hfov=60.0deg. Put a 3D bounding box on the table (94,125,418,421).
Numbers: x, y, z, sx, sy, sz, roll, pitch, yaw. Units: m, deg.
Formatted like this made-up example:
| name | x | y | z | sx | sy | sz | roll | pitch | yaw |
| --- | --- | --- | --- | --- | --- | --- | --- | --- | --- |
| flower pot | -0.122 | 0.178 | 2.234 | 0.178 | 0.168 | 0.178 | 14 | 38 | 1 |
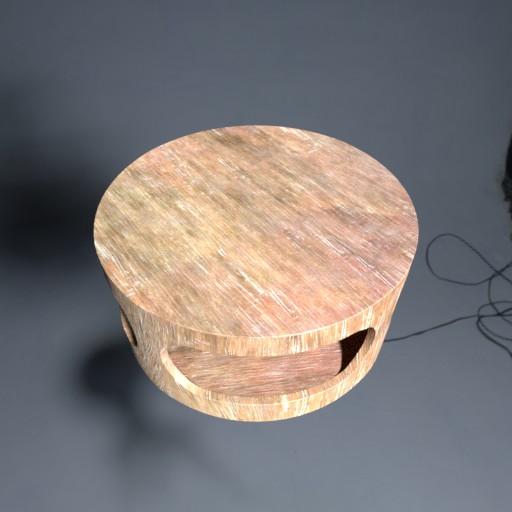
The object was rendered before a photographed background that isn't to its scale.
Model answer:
| name | x | y | z | sx | sy | sz | roll | pitch | yaw |
| --- | --- | --- | --- | --- | --- | --- | --- | --- | --- |
| table | 0.000 | 0.000 | 1.531 | 0.974 | 0.450 | 0.974 | 0 | 45 | 0 |
